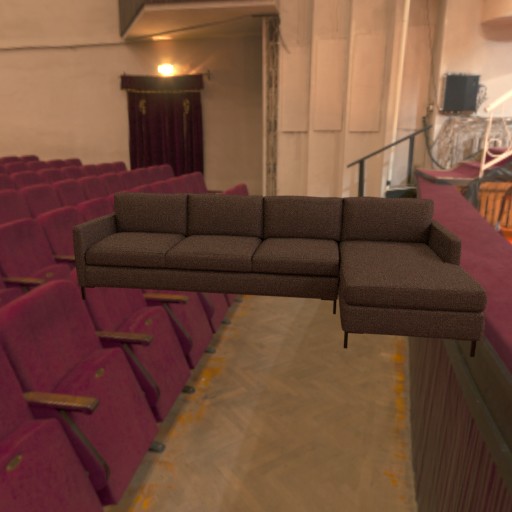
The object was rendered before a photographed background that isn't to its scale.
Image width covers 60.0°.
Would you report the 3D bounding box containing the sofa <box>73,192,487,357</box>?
[{"bbox_3d":[0.000,0.000,3.716,3.221,0.892,1.483,2,15,9],"label":"sofa"}]
